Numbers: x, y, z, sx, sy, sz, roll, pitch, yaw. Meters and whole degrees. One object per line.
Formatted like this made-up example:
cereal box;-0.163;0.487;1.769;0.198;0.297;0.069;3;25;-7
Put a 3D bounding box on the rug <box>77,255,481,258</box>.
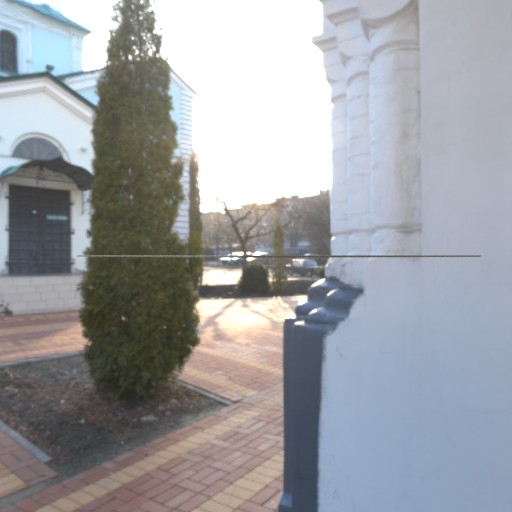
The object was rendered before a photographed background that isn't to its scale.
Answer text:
rug;0.000;0.000;4.196;2.471;0.012;3.034;0;0;-37
